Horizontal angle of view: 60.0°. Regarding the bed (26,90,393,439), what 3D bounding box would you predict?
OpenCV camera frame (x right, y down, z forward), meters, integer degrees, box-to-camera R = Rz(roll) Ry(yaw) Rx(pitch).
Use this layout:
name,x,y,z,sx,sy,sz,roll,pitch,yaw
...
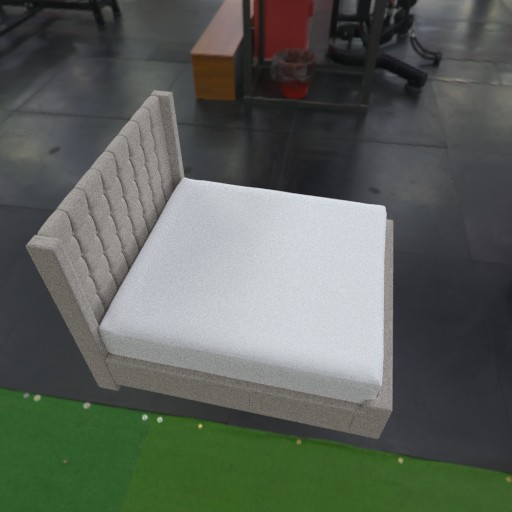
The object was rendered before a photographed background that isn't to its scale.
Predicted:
name,x,y,z,sx,sy,sz,roll,pitch,yaw
bed,0.000,0.000,3.741,2.372,1.748,2.044,9,47,9
